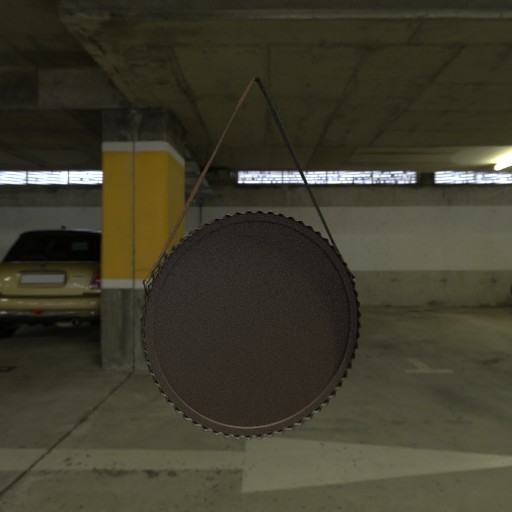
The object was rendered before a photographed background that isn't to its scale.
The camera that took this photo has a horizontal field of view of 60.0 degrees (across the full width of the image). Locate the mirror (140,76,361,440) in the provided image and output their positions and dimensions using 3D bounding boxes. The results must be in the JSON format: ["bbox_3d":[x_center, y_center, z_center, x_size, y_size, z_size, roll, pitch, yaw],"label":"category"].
[{"bbox_3d":[0.000,0.000,0.705,0.355,0.568,0.042,0,0,-17],"label":"mirror"}]
